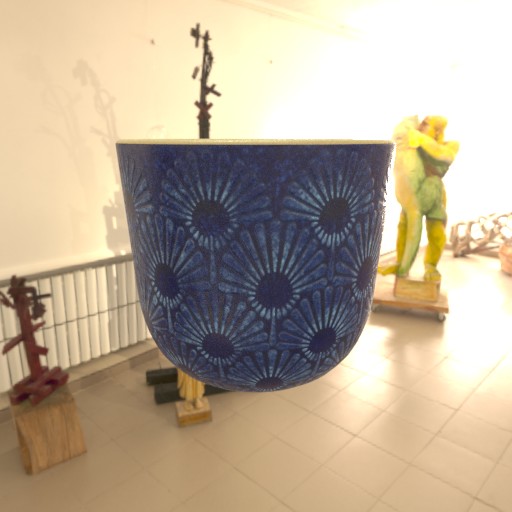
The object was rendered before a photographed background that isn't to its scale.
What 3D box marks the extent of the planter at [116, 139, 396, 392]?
[{"bbox_3d":[0.000,0.000,0.299,0.170,0.153,0.170,0,15,0],"label":"planter"}]
